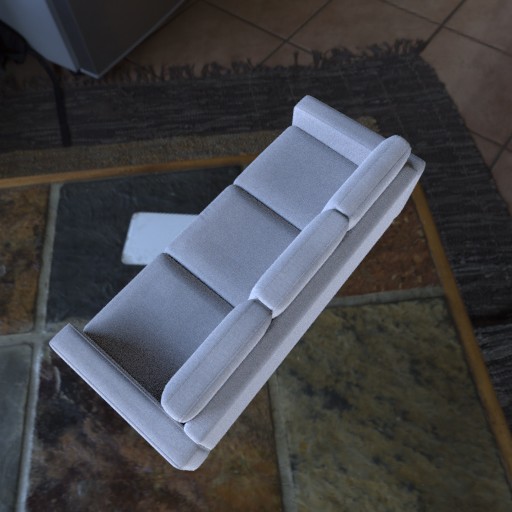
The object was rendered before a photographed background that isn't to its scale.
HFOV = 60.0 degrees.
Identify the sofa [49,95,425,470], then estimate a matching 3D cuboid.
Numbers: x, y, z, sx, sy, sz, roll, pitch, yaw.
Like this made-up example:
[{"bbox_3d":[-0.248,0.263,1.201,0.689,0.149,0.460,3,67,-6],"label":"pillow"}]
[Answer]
[{"bbox_3d":[0.000,0.000,2.506,0.900,0.800,2.120,36,69,16],"label":"sofa"}]
